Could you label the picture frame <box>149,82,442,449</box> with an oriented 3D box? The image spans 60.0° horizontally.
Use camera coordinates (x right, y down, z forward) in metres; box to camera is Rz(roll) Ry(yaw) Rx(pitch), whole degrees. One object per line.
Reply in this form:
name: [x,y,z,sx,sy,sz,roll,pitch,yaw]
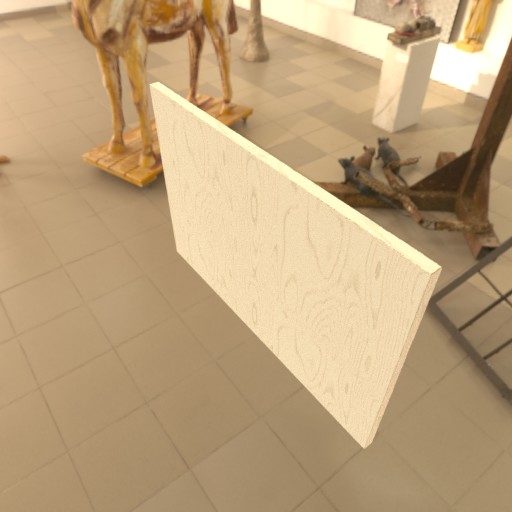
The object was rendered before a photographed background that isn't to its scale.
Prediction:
picture frame: [0.000,0.000,1.202,0.029,0.640,0.950,-28,50,-26]
